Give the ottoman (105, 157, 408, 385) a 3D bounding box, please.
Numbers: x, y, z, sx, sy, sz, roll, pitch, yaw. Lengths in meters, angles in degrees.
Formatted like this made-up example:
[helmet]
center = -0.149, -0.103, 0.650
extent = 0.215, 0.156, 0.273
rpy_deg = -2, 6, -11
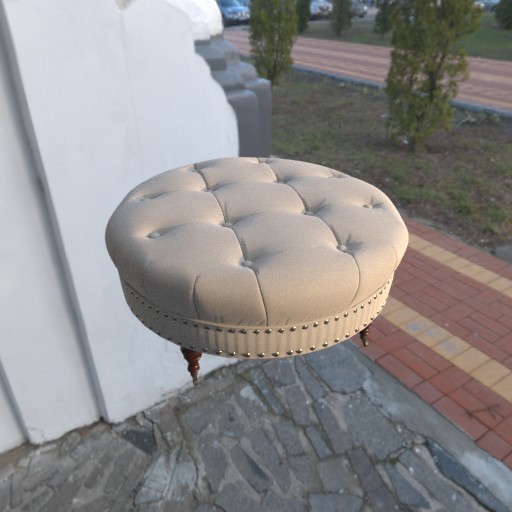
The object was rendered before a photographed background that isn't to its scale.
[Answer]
[ottoman]
center = 0.000, 0.000, 1.429
extent = 0.901, 0.439, 0.901
rpy_deg = 0, 31, 0
